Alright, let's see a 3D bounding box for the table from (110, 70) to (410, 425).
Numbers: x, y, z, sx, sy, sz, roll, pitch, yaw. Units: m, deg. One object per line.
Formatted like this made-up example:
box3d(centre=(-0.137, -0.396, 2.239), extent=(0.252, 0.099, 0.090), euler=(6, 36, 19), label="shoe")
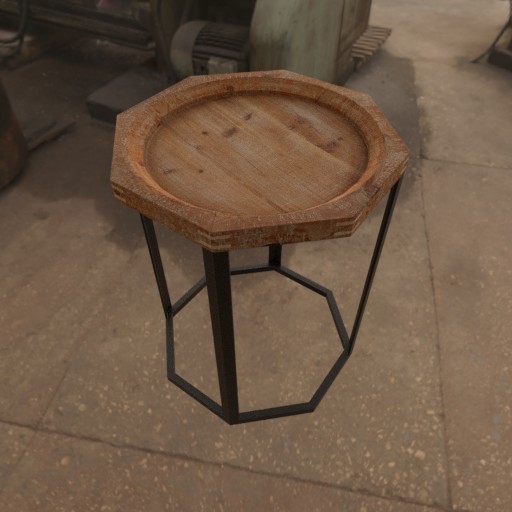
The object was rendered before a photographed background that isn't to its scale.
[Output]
box3d(centre=(0.000, 0.000, 0.871), extent=(0.458, 0.543, 0.458), euler=(10, 47, 9), label="table")
